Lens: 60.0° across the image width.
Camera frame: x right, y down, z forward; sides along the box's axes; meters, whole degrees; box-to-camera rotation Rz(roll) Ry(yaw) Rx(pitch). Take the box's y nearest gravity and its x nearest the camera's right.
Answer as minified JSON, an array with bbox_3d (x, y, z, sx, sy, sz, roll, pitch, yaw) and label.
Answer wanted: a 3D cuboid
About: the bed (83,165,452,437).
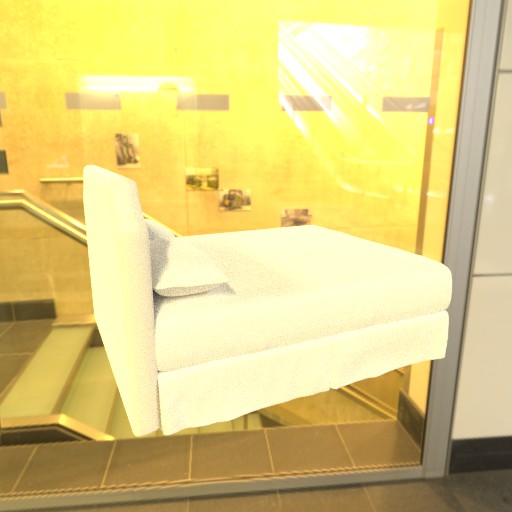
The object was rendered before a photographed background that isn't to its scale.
[{"bbox_3d":[0.000,0.000,3.826,2.548,1.524,2.134,-7,16,-25],"label":"bed"}]
